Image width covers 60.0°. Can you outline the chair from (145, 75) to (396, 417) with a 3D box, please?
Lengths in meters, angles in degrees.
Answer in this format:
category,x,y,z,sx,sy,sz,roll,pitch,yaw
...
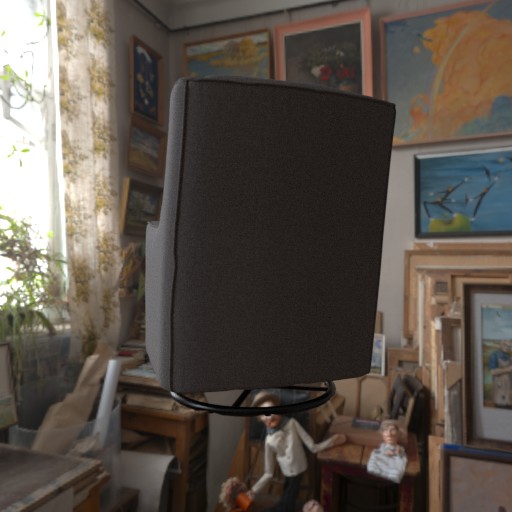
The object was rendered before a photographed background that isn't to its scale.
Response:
category,x,y,z,sx,sy,sz,roll,pitch,yaw
chair,0.000,0.000,1.621,0.732,0.993,0.879,0,-1,-18
